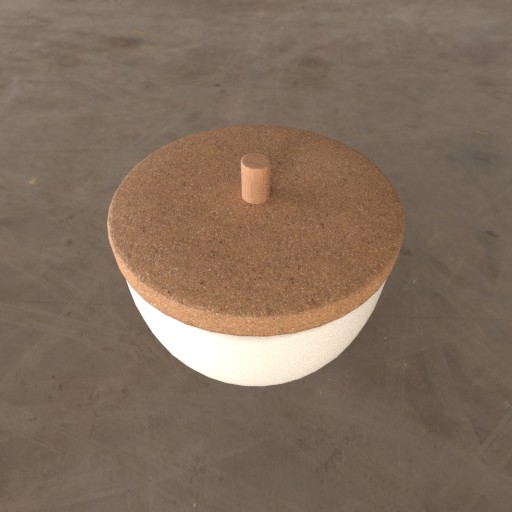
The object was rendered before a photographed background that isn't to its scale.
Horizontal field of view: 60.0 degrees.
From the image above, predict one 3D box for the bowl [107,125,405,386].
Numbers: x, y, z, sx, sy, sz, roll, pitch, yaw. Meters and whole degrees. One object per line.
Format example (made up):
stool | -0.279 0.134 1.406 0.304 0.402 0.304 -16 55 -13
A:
bowl | 0.000 0.000 0.217 0.126 0.110 0.126 0 46 0
